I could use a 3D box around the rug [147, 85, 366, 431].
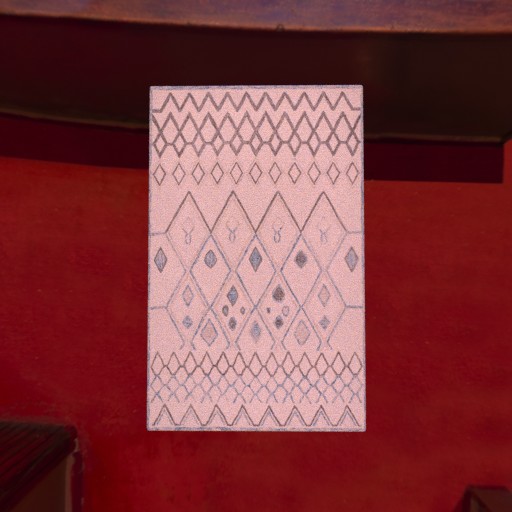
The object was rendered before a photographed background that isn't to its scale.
[{"bbox_3d":[0.000,0.000,3.132,1.524,0.015,2.439,0,88,1],"label":"rug"}]
